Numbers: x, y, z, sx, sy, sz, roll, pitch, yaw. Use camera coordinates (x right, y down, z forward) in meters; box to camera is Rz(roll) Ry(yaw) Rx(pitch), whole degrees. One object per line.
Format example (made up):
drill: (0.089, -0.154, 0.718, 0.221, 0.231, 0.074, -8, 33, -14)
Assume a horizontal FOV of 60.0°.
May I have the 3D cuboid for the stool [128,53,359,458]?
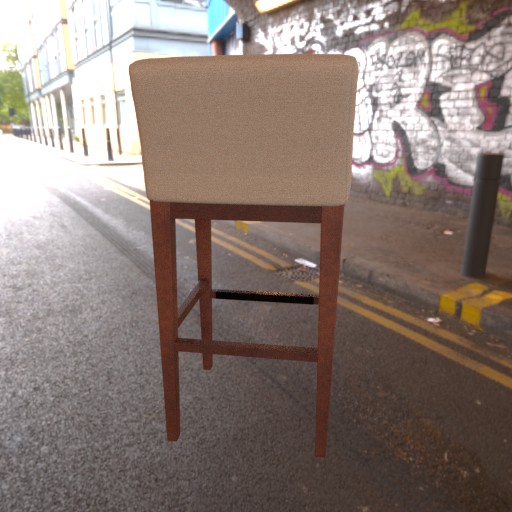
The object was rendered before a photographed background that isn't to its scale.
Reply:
stool: (0.000, 0.000, 1.307, 0.511, 1.037, 0.500, 3, 17, 8)
